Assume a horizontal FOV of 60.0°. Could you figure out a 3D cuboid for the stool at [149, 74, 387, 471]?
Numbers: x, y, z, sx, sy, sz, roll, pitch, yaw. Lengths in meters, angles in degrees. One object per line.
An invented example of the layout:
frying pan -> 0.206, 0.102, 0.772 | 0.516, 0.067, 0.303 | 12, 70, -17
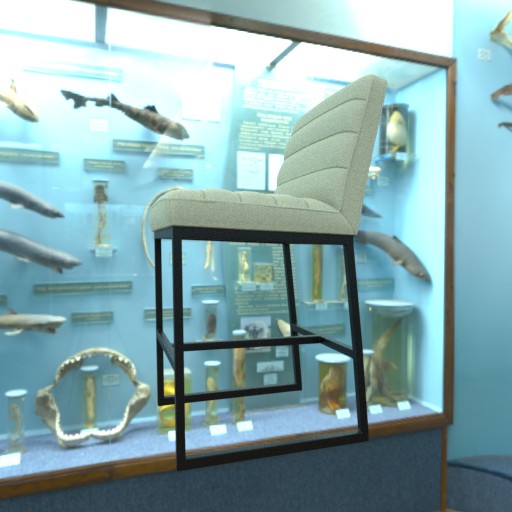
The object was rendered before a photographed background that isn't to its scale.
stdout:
stool -> 0.000, 0.000, 1.255 | 0.560, 0.940, 0.460 | 0, 2, -18
